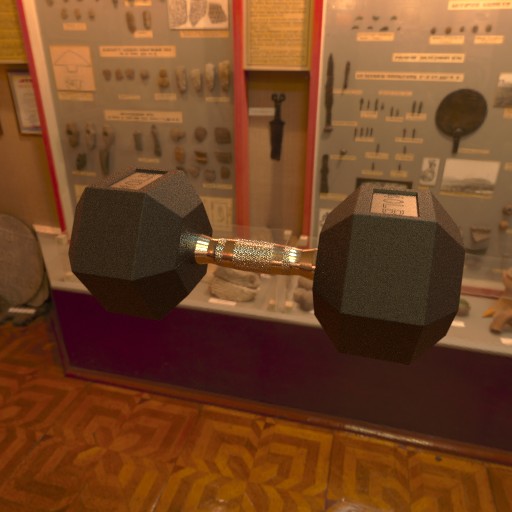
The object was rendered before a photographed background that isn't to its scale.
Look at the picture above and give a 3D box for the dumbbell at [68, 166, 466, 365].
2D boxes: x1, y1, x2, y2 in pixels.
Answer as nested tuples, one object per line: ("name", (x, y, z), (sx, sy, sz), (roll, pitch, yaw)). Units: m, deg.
("dumbbell", (0.000, 0.000, 0.436), (0.361, 0.137, 0.157), (7, 27, 15))
